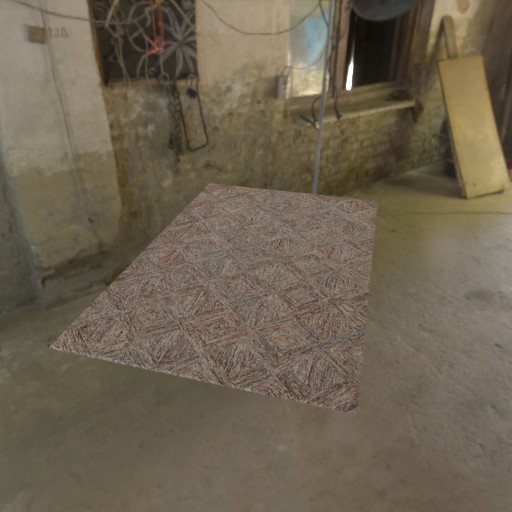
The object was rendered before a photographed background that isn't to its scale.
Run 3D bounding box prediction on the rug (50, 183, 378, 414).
[{"bbox_3d":[0.000,0.000,2.999,1.523,0.019,2.285,8,32,13],"label":"rug"}]
